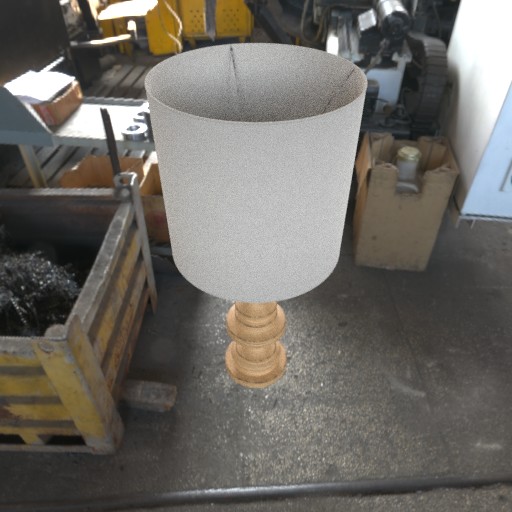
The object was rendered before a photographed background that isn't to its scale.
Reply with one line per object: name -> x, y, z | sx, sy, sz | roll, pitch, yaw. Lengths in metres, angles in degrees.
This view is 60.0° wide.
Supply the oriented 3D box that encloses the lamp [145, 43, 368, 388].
lamp -> 0.000, 0.000, 0.571 | 0.208, 0.455, 0.208 | -26, 47, -26
